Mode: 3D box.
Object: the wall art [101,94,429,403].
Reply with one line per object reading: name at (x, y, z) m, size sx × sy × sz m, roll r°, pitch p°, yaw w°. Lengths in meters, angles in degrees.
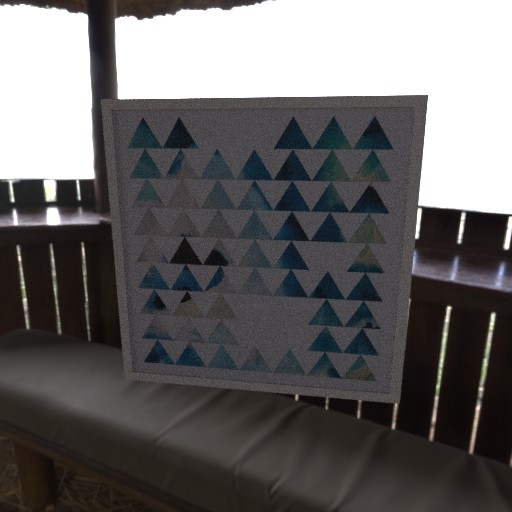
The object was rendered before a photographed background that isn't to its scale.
wall art at (0.000, 0.000, 0.823) m, size 0.557 × 0.557 × 0.012 m, roll 2°, pitch 15°, yaw 9°
